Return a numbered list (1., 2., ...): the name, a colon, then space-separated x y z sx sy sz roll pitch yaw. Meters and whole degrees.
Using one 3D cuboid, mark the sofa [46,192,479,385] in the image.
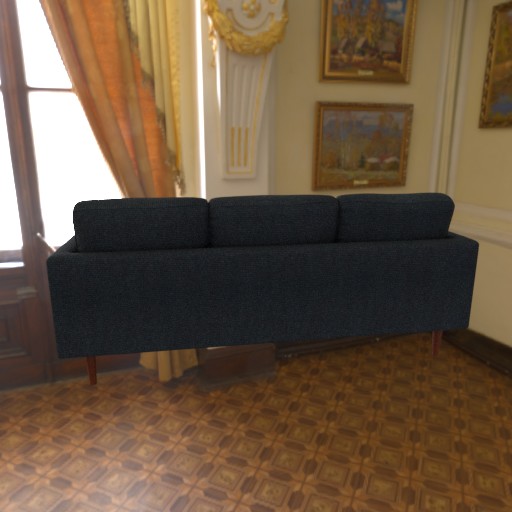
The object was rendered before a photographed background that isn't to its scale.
1. sofa: 0.000 0.000 2.985 2.233 0.956 1.504 -2 15 -9
